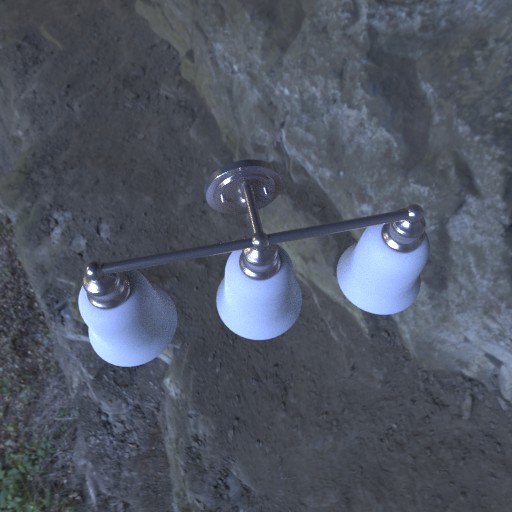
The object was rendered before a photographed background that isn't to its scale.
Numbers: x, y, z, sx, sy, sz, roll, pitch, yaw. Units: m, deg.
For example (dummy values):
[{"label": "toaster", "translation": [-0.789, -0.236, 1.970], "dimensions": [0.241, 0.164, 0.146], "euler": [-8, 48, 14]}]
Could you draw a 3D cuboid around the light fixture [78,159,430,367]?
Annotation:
[{"label": "light fixture", "translation": [0.000, 0.000, 0.671], "dimensions": [0.570, 0.211, 0.198], "euler": [-10, 63, -5]}]
